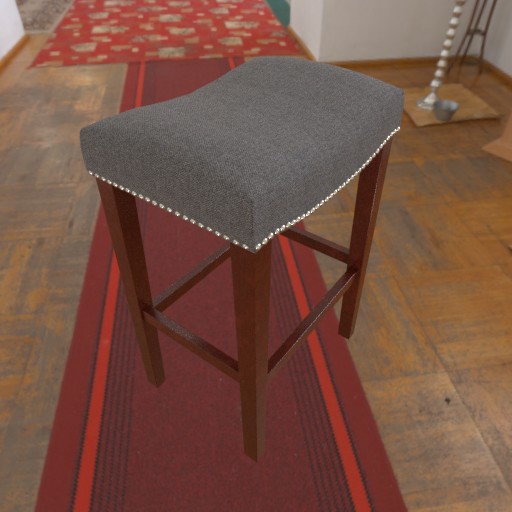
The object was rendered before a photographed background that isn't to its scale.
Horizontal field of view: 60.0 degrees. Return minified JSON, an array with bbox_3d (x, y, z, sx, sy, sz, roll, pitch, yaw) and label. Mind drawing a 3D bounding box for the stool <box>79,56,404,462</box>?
[{"bbox_3d":[0.000,0.000,1.009,0.372,0.742,0.504,26,47,27],"label":"stool"}]
